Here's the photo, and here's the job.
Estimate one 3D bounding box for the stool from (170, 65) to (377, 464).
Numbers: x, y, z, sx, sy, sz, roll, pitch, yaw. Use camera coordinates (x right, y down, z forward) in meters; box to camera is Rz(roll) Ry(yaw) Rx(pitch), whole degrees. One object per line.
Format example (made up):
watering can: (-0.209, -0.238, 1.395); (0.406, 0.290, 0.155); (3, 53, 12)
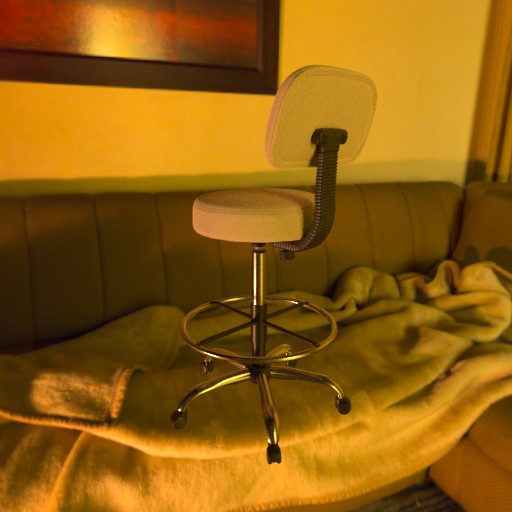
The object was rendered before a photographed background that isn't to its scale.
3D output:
stool: (0.000, 0.000, 1.439); (0.609, 1.080, 0.616); (-14, 21, -42)
